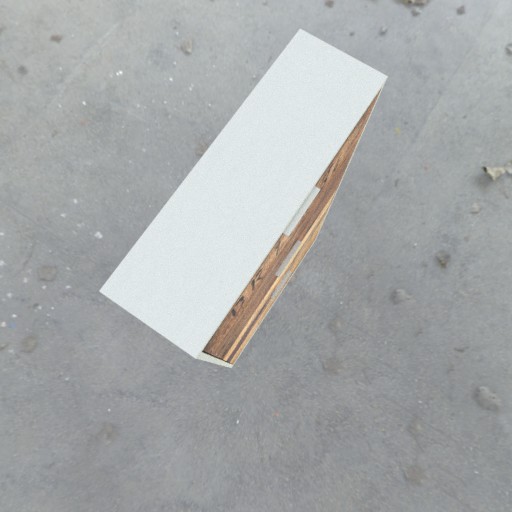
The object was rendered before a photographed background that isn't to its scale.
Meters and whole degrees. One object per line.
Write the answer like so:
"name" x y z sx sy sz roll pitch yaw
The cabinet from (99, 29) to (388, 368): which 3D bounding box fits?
"cabinet" 0.000 0.000 1.560 0.250 1.280 0.750 33 77 8
